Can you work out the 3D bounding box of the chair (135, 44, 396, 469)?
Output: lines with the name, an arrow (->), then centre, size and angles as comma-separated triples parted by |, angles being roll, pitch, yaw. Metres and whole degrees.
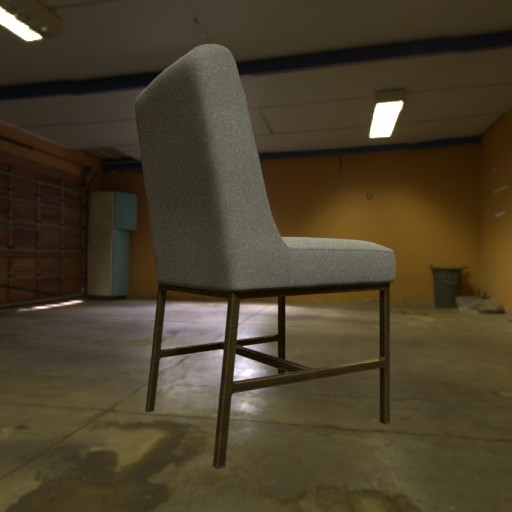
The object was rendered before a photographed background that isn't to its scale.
chair -> 0.000, 0.000, 1.233 | 0.587, 0.889, 0.508 | 0, -1, -34
